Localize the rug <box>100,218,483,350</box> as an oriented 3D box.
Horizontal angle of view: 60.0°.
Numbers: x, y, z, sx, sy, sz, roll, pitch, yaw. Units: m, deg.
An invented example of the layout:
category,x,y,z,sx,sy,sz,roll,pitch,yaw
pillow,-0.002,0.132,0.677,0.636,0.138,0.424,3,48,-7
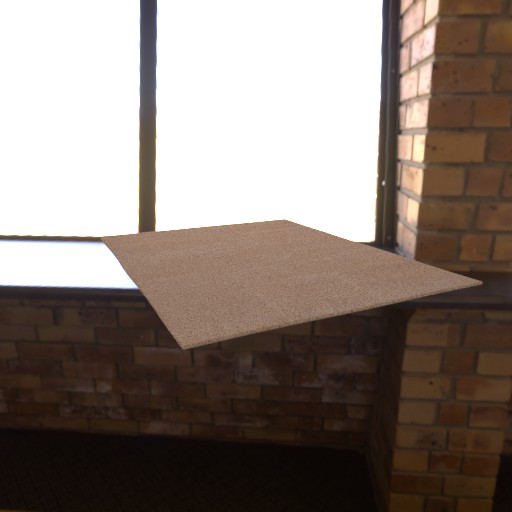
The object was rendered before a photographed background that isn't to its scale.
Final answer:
category,x,y,z,sx,sy,sz,roll,pitch,yaw
rug,0.000,0.000,4.186,2.400,0.025,3.000,-8,17,-26
